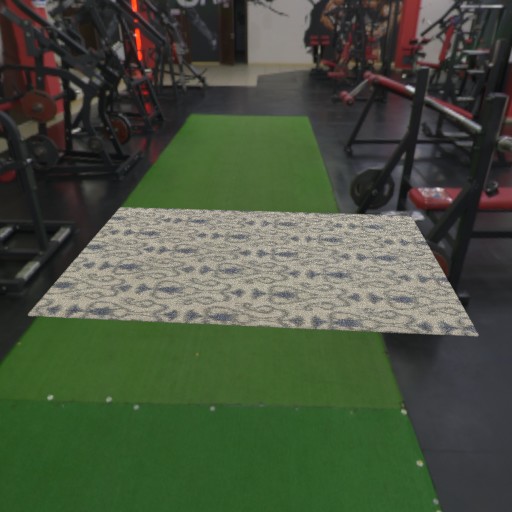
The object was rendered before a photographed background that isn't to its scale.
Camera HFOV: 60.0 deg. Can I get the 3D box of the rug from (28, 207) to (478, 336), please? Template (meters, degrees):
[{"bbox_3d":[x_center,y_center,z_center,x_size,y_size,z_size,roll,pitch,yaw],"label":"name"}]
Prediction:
[{"bbox_3d":[0.000,0.000,2.061,1.652,0.006,1.035,2,29,4],"label":"rug"}]
